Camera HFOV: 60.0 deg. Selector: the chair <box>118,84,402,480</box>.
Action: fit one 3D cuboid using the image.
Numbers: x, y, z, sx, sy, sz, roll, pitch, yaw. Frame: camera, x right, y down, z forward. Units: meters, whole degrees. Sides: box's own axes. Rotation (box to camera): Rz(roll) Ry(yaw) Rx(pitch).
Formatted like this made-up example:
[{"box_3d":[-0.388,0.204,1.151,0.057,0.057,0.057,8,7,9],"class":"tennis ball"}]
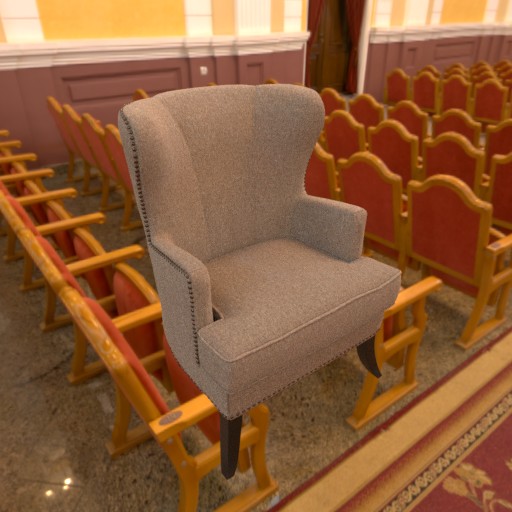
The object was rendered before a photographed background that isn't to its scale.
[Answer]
[{"box_3d":[0.000,0.000,1.586,0.759,1.060,0.758,-20,35,-32],"class":"chair"}]
